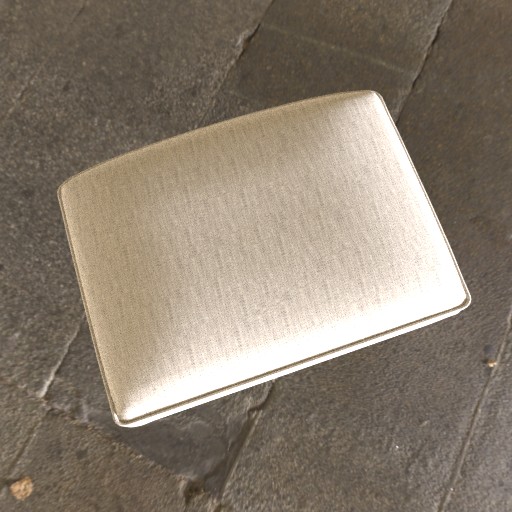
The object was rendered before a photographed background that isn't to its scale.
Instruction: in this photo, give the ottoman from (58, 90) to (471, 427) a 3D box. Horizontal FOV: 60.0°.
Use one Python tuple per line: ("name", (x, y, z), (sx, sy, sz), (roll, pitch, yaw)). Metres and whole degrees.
("ottoman", (0.000, 0.000, 1.129), (0.794, 0.465, 0.594), (-18, 76, -5))
